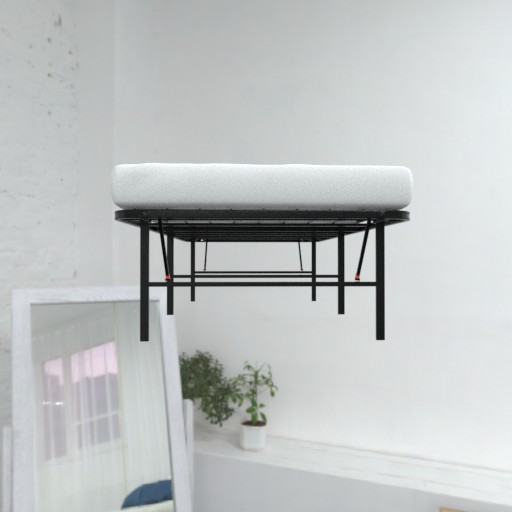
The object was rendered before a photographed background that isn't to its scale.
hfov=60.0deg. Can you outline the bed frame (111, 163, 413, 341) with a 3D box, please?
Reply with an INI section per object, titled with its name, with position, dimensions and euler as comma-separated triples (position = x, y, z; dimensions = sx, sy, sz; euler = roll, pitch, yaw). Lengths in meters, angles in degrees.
[bed frame]
position = 0.000, 0.000, 2.344
dimensions = 0.989, 0.619, 1.903
euler = 0, 0, -2
